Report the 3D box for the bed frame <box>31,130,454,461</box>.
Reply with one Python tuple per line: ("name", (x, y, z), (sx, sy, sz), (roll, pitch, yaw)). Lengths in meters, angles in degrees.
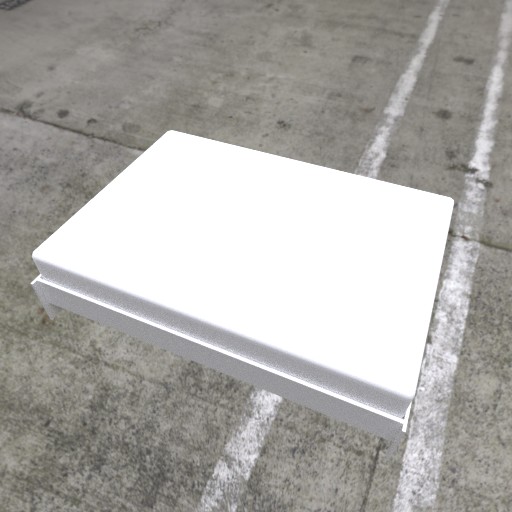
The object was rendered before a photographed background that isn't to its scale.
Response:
("bed frame", (0.000, 0.000, 2.560), (1.945, 0.497, 1.445), (17, 48, 16))
